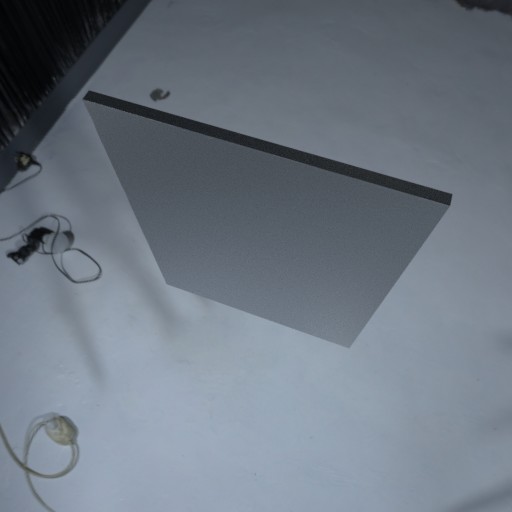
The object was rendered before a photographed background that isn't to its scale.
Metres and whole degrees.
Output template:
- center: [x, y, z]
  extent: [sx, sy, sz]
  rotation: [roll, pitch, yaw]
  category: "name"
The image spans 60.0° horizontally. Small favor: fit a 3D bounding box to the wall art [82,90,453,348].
- center: [0.000, 0.000, 1.398]
  extent: [0.816, 1.046, 0.030]
  rotation: [18, 65, 9]
  category: "wall art"
